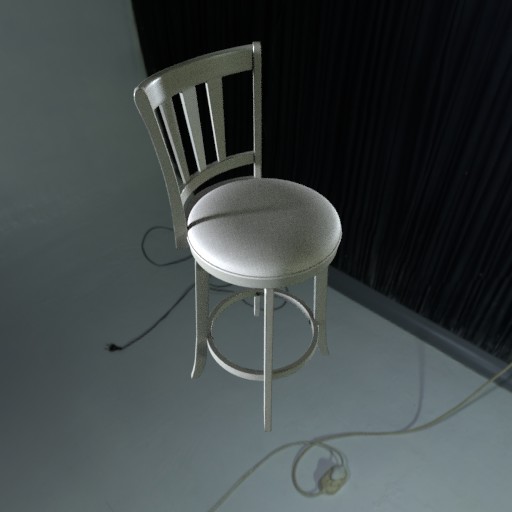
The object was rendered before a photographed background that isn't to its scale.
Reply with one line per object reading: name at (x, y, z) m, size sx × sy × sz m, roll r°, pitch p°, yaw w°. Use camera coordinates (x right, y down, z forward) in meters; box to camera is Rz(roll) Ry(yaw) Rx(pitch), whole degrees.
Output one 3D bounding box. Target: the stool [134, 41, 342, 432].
stool at (0.000, 0.000, 1.308) m, size 0.475 × 1.042 × 0.436 m, roll 26°, pitch 48°, yaw 27°
